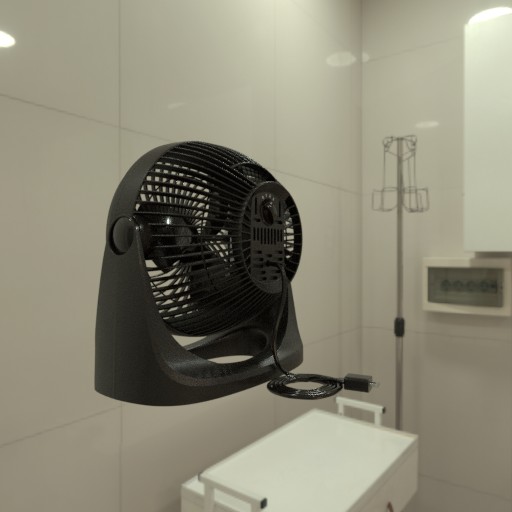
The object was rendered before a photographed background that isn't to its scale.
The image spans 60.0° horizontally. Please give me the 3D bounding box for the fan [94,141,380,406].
[{"bbox_3d":[0.000,0.000,0.495,0.256,0.277,0.273,0,0,36],"label":"fan"}]
